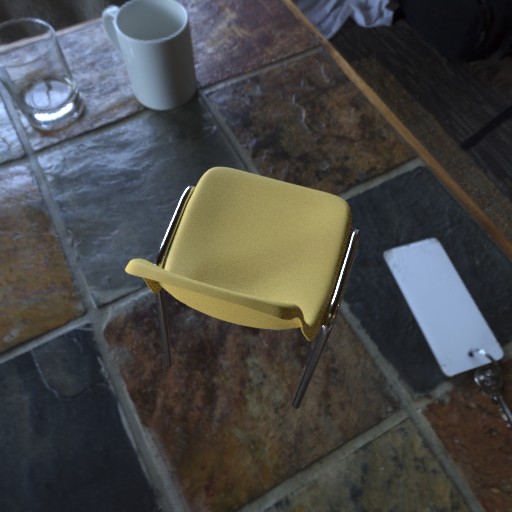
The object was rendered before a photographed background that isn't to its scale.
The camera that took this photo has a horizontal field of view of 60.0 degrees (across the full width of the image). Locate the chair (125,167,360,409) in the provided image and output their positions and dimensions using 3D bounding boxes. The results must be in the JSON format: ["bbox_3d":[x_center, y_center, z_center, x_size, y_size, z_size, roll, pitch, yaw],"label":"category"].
[{"bbox_3d":[0.000,0.000,0.899,0.381,0.653,0.436,16,65,7],"label":"chair"}]
